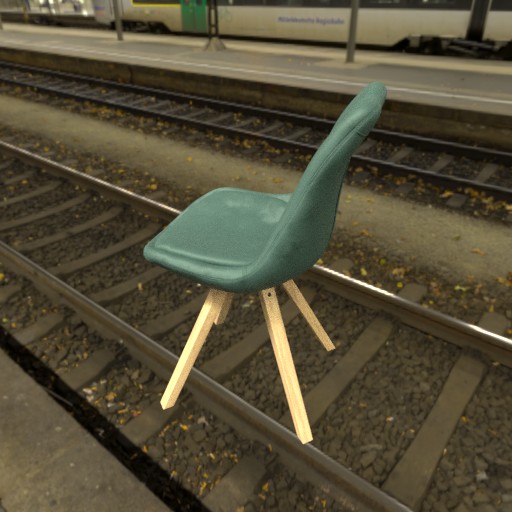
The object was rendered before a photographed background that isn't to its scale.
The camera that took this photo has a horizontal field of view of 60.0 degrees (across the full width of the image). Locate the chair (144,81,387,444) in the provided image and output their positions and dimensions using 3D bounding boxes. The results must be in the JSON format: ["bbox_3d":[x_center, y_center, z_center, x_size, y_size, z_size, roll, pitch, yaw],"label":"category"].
[{"bbox_3d":[0.000,0.000,1.184,0.547,0.865,0.483,9,32,15],"label":"chair"}]
